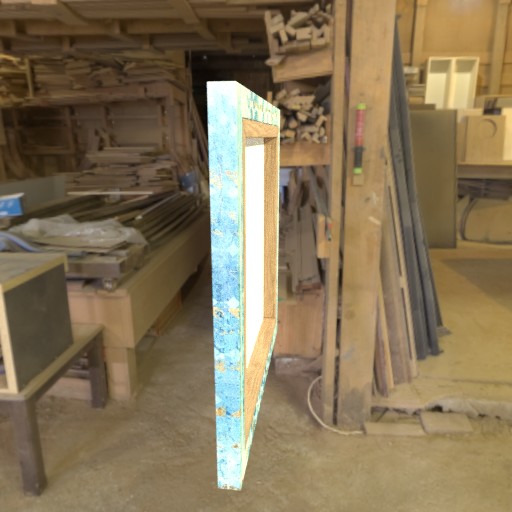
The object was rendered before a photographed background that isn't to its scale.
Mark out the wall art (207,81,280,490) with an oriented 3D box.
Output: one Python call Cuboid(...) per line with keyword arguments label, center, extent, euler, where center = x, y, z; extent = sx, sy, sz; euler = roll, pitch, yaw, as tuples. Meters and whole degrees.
Cuboid(label="wall art", center=(0.000, 0.000, 0.918), extent=(0.040, 0.609, 0.609), euler=(2, 15, 8))
